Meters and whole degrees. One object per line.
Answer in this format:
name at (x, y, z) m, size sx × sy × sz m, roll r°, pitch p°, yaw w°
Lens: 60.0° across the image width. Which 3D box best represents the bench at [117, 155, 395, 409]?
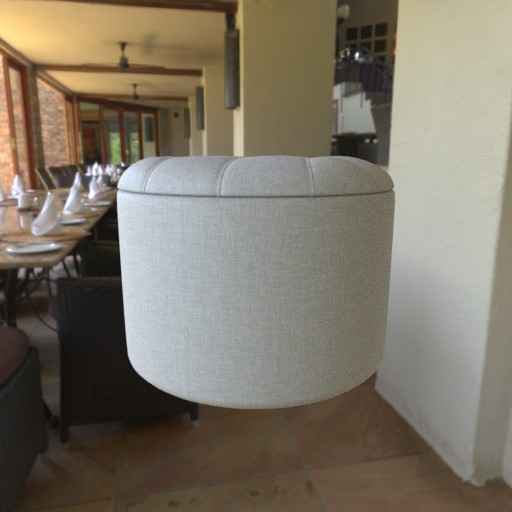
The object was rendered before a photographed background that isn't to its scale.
bench at (0.000, 0.000, 1.027) m, size 0.600 × 0.453 × 0.600 m, roll 0°, pitch 12°, yaw 0°
